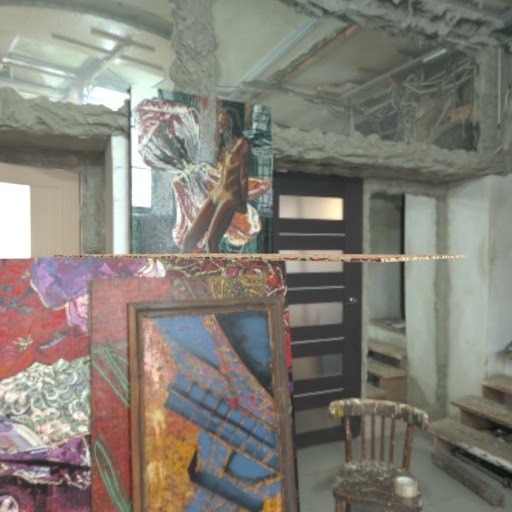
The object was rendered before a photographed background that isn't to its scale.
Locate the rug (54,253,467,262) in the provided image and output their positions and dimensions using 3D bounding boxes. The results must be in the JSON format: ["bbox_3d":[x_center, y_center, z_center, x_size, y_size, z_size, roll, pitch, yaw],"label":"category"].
[{"bbox_3d":[0.000,0.000,2.363,1.838,0.013,1.226,1,1,36],"label":"rug"}]
